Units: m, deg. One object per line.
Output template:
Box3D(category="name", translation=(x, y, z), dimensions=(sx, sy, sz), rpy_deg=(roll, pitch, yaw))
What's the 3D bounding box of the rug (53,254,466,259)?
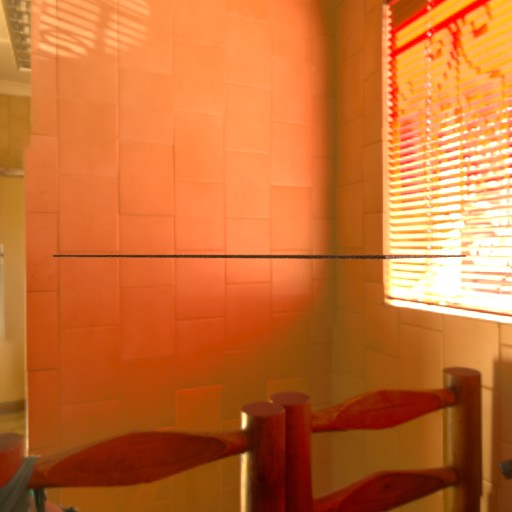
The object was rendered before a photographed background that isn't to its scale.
Box3D(category="rug", translation=(0.000, 0.000, 2.341), dimensions=(1.819, 0.012, 1.208), rpy_deg=(0, 0, 36))
